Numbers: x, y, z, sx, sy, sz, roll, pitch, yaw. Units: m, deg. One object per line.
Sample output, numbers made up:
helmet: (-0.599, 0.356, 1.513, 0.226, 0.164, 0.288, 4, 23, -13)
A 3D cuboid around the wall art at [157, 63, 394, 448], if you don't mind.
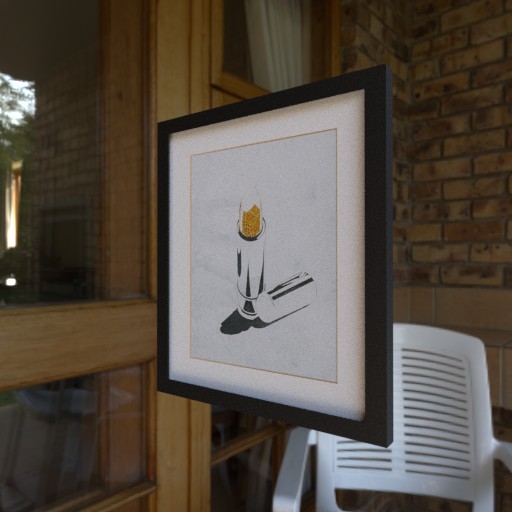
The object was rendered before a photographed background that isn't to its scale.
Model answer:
wall art: (0.000, 0.000, 0.542, 0.330, 0.381, 0.019, 0, -1, 35)
